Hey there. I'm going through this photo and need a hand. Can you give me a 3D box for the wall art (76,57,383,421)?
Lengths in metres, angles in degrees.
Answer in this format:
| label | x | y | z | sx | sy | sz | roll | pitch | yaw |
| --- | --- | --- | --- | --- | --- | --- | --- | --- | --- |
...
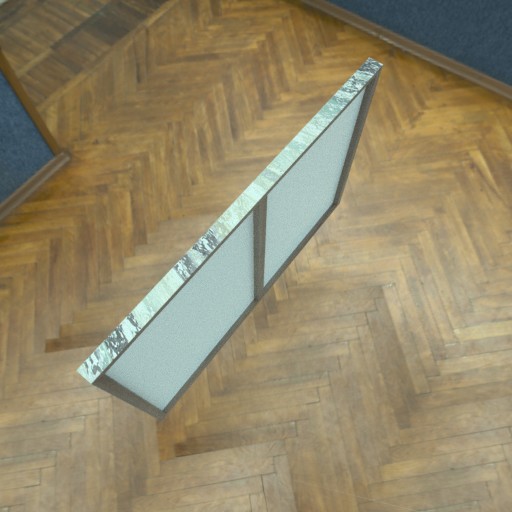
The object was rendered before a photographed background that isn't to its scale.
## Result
| label | x | y | z | sx | sy | sz | roll | pitch | yaw |
| --- | --- | --- | --- | --- | --- | --- | --- | --- | --- |
| wall art | 0.000 | 0.000 | 1.149 | 0.038 | 0.598 | 0.919 | 35 | 69 | 15 |
